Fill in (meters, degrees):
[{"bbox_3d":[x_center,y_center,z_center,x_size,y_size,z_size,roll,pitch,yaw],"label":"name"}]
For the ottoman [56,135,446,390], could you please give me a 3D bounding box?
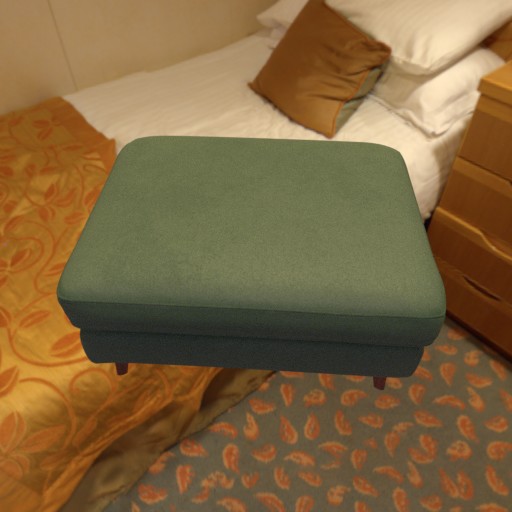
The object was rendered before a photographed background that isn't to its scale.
[{"bbox_3d":[0.000,0.000,1.181,0.811,0.449,0.608,3,47,2],"label":"ottoman"}]
